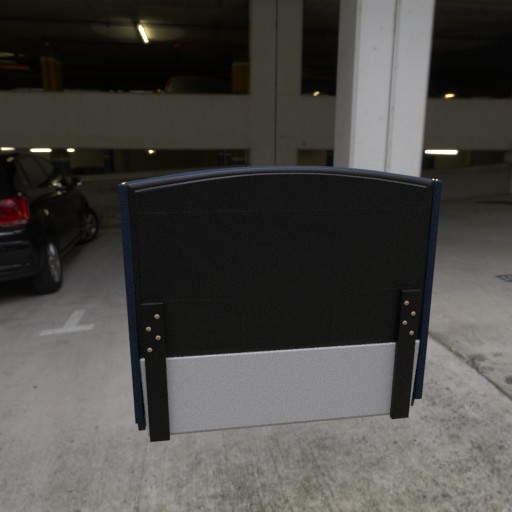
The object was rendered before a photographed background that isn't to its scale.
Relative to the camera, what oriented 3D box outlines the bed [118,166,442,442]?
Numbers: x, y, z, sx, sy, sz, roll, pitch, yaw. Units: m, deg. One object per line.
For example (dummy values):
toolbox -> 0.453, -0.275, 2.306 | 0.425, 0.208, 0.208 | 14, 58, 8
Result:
bed -> 0.000, 0.000, 3.302 | 1.604, 1.402, 2.223 | -2, 14, -8
